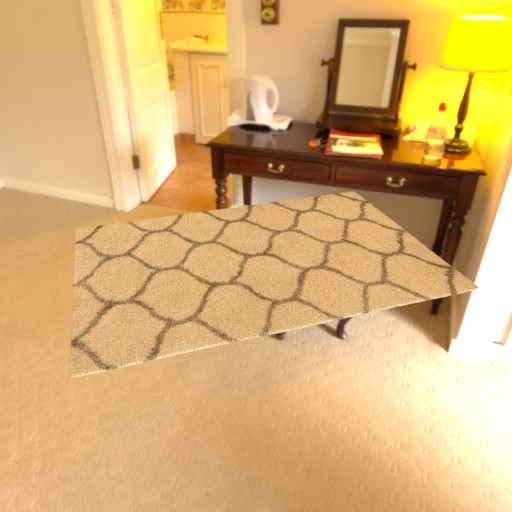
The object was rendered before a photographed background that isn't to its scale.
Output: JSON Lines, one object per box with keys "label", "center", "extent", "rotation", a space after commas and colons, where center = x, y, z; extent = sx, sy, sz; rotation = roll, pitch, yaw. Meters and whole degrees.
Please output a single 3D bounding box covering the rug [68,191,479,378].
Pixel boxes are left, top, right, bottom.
{"label": "rug", "center": [0.000, 0.000, 3.466], "extent": [2.701, 0.026, 1.801], "rotation": [-9, 32, -15]}
